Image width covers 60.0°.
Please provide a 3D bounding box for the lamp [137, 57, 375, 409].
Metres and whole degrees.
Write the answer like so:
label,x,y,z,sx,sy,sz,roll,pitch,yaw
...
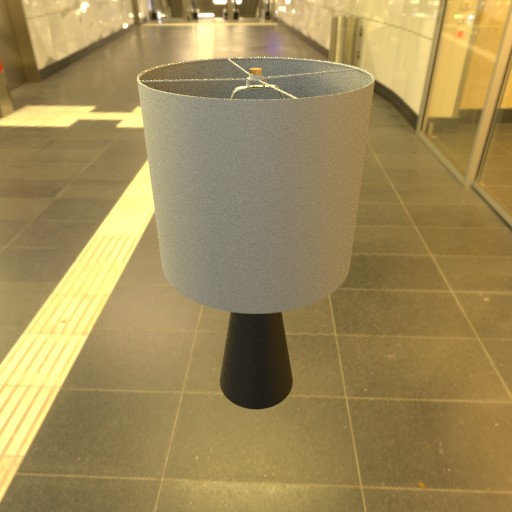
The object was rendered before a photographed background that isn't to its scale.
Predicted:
label,x,y,z,sx,sy,sz,roll,pitch,yaw
lamp,0.000,0.000,0.737,0.308,0.580,0.308,-9,33,-15
